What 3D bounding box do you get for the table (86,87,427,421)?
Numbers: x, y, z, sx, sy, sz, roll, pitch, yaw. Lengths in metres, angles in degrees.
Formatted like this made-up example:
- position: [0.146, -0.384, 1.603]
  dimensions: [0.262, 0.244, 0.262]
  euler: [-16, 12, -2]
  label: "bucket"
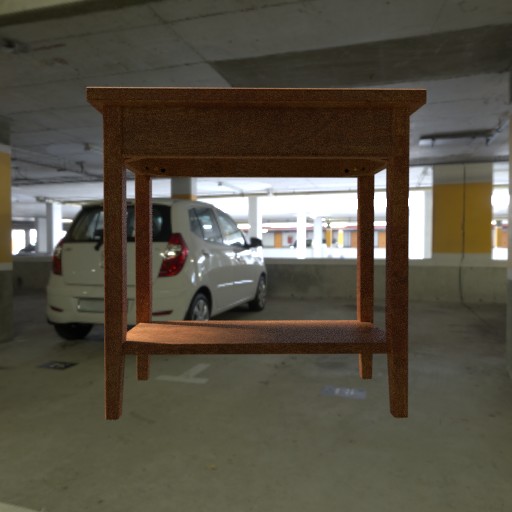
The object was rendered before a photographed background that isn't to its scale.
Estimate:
- position: [0.000, 0.000, 0.952]
  dimensions: [0.610, 0.610, 0.305]
  euler: [0, 2, -1]
  label: "table"
